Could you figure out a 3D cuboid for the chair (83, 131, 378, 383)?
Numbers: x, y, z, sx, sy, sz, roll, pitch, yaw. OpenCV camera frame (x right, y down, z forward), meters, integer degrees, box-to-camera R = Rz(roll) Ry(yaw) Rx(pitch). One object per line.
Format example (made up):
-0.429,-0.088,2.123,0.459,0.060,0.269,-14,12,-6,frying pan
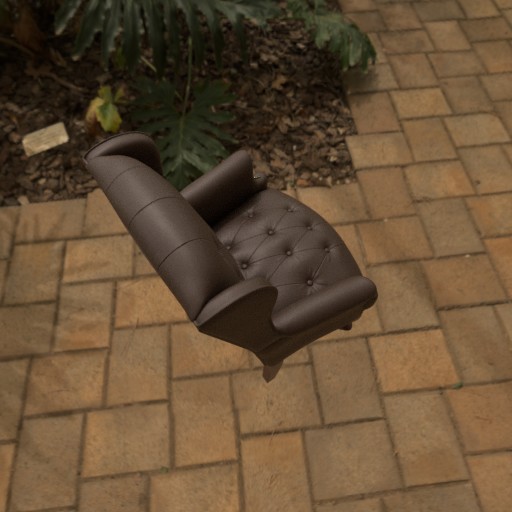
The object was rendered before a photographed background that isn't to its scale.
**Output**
0.000,0.000,1.721,0.819,1.132,0.829,-31,63,-18,chair
